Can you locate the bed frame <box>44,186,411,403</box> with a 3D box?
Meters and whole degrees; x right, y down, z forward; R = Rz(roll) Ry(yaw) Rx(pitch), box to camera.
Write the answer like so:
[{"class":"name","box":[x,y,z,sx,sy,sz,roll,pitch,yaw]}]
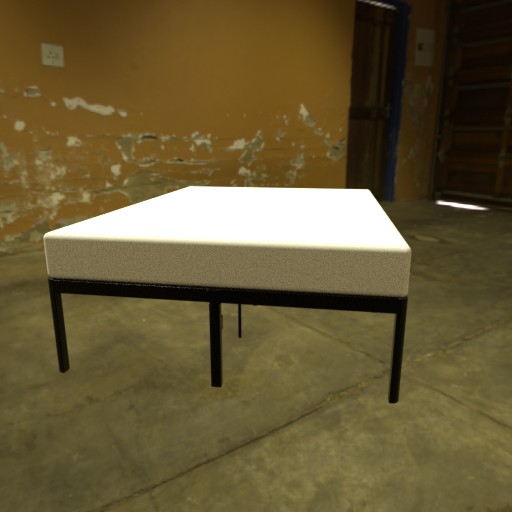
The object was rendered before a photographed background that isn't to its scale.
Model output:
[{"class":"bed frame","box":[0.000,0.000,2.836,1.557,0.659,2.072,2,15,9]}]
